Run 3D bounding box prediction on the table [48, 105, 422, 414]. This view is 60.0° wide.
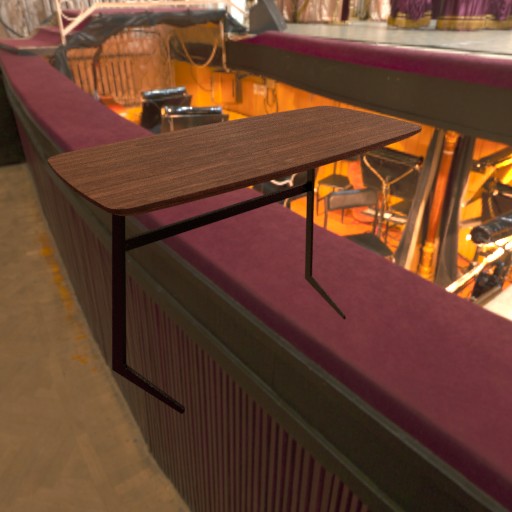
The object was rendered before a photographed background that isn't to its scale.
[{"bbox_3d":[0.000,0.000,1.098,0.804,0.576,0.361,-22,37,-33],"label":"table"}]
